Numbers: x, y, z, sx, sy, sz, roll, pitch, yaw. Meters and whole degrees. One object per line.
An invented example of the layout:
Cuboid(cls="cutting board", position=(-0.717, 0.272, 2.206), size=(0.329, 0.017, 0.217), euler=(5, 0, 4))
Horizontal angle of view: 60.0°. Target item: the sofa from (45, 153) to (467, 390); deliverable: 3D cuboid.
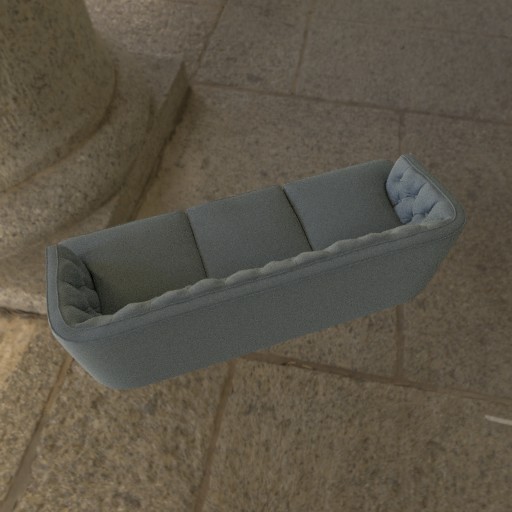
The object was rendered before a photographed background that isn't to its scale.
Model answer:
Cuboid(cls="sofa", position=(0.000, 0.000, 2.679), size=(2.278, 0.855, 0.941), euler=(-16, 58, -10))
